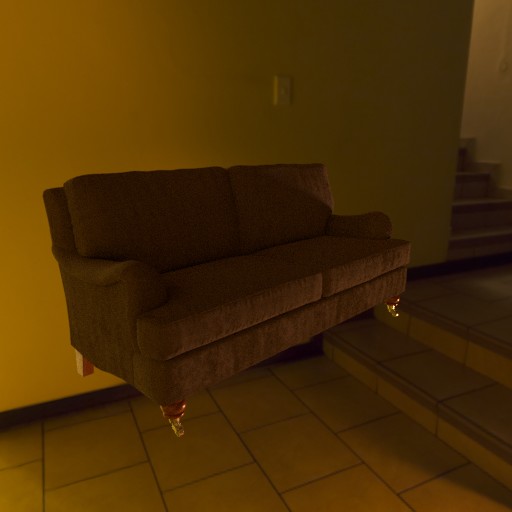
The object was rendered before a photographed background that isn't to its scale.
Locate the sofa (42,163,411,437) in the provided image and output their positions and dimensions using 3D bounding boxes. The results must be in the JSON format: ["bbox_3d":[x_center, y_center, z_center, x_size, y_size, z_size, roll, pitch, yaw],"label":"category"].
[{"bbox_3d":[0.000,0.000,2.761,1.086,1.087,2.165,13,19,43],"label":"sofa"}]
